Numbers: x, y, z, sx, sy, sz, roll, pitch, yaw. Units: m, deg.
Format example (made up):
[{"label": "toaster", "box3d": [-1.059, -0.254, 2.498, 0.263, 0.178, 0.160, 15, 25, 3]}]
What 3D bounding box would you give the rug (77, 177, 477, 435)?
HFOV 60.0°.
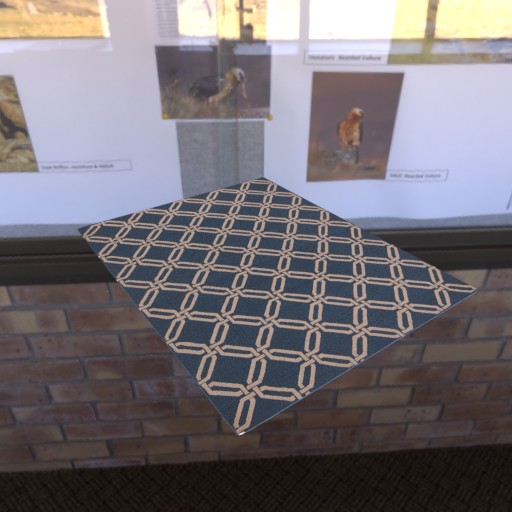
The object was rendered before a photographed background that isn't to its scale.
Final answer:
[{"label": "rug", "box3d": [0.000, 0.000, 3.917, 2.277, 0.020, 2.867, -21, 38, -30]}]
